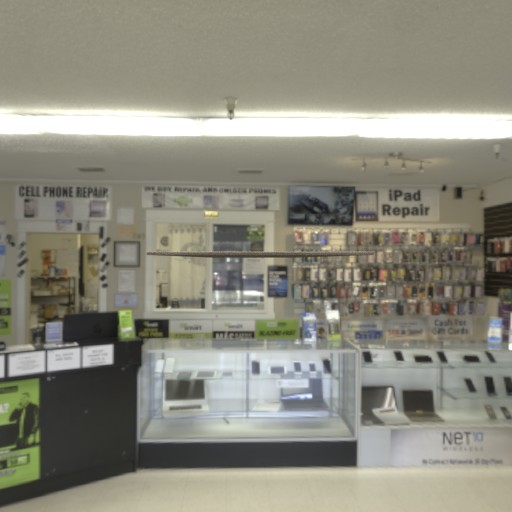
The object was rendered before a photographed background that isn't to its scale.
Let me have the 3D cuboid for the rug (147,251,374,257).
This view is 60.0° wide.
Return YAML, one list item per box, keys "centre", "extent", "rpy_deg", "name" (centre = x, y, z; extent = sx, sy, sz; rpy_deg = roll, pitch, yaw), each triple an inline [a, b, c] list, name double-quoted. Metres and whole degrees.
- centre: [0.000, 0.000, 2.701]
  extent: [0.769, 0.012, 2.448]
  rpy_deg: [0, 0, -1]
  name: "rug"
